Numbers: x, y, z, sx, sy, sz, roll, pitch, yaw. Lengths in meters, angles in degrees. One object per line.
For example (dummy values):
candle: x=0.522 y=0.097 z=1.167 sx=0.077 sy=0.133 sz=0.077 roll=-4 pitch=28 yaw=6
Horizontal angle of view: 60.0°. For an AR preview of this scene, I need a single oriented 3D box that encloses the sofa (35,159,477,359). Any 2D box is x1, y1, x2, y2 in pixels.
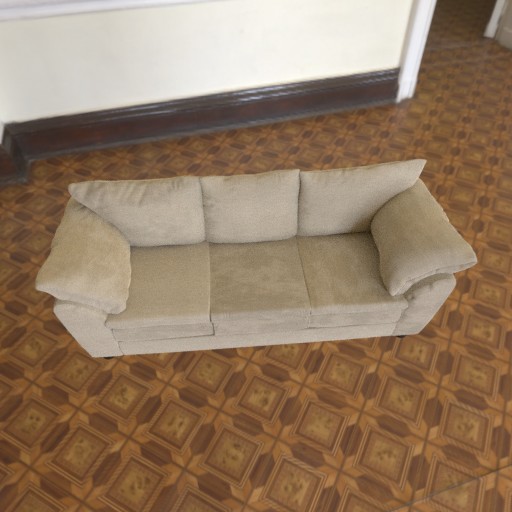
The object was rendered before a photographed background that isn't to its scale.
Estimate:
sofa: x=0.000 y=0.000 z=2.826 sx=2.377 sy=0.981 sz=0.893 roll=-3 pitch=45 yaw=-3
